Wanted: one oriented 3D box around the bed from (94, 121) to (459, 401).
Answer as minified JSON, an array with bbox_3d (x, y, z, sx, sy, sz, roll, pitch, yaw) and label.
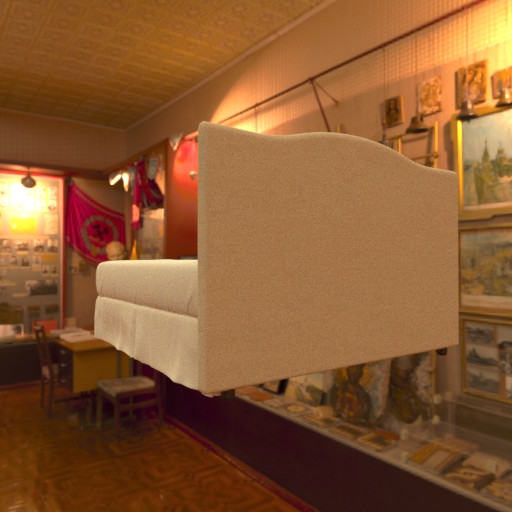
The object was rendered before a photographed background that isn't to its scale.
[{"bbox_3d":[0.000,0.000,3.514,2.083,1.421,2.182,0,-1,-35],"label":"bed"}]
